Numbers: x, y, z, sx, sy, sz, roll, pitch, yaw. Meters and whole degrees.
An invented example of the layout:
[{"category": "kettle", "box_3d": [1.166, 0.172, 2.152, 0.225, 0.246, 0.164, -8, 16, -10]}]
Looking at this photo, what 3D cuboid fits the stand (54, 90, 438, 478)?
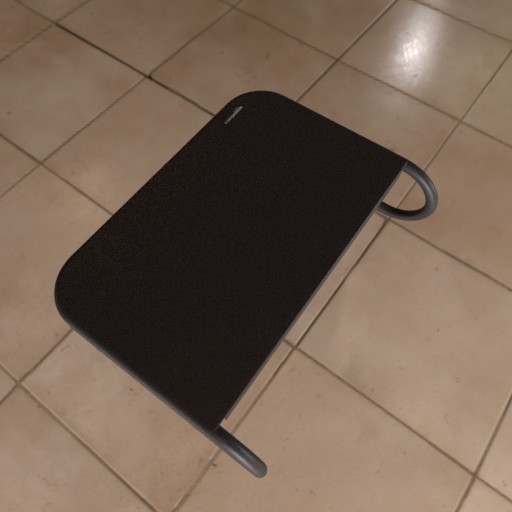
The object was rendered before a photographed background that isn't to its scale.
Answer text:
[{"category": "stand", "box_3d": [0.000, 0.000, 0.511, 0.280, 0.108, 0.370, 33, 68, 15]}]
